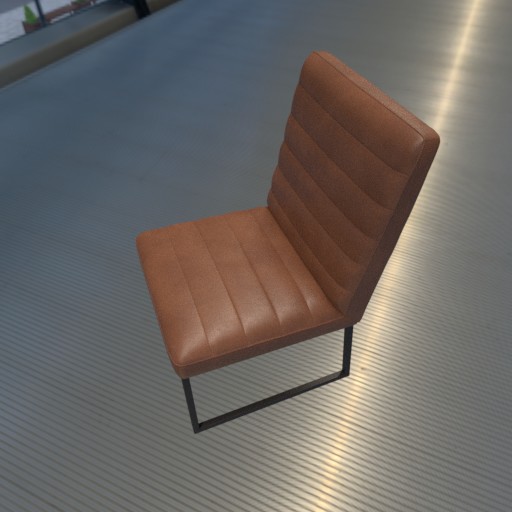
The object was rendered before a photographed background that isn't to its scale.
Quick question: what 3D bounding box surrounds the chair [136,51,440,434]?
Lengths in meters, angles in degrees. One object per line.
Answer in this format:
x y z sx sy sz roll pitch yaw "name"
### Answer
0.000 0.000 1.291 0.634 0.930 0.520 -16 47 -15 "chair"
